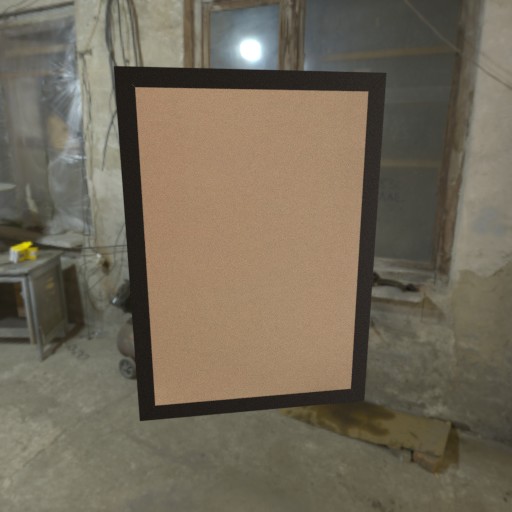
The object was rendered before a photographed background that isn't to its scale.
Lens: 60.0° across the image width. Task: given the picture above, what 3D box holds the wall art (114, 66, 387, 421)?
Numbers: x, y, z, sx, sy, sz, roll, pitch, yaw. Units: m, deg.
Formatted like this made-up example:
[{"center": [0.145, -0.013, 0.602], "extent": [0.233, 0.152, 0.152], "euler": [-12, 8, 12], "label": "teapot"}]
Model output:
[{"center": [0.000, 0.000, 0.678], "extent": [0.379, 0.530, 0.008], "euler": [-2, 14, -9], "label": "wall art"}]
